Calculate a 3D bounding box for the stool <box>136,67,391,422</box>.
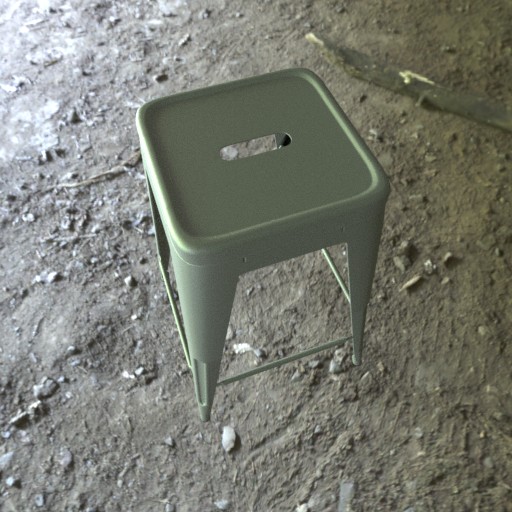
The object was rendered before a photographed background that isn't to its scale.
[{"bbox_3d":[0.000,0.000,0.895,0.410,0.608,0.410,-17,59,-10],"label":"stool"}]
